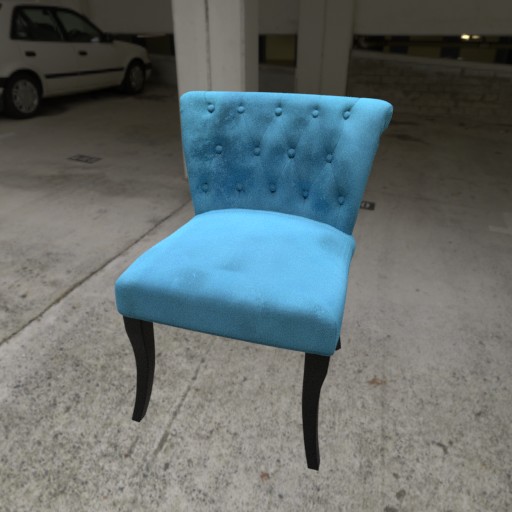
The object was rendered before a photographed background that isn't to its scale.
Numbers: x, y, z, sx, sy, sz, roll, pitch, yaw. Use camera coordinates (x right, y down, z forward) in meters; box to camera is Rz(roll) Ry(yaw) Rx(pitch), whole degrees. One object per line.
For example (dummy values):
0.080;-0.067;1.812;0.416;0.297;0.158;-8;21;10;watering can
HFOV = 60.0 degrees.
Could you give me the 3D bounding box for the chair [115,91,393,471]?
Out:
0.000;0.000;1.169;0.582;0.750;0.605;8;29;16;chair
